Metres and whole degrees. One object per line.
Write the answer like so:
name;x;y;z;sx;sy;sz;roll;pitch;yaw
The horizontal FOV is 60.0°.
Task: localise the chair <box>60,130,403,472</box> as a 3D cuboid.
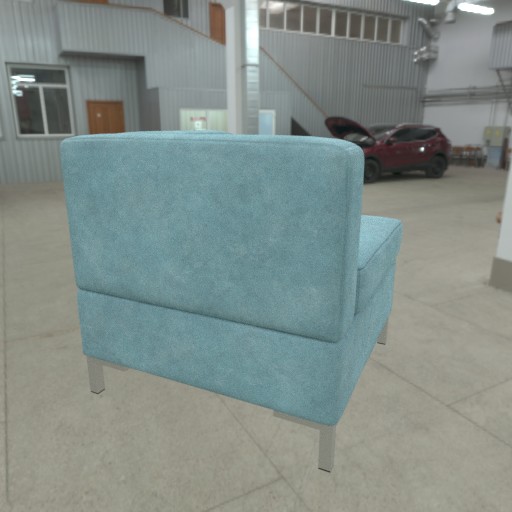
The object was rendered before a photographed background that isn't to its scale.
chair;0.000;0.000;1.219;0.691;0.660;0.684;8;18;25
